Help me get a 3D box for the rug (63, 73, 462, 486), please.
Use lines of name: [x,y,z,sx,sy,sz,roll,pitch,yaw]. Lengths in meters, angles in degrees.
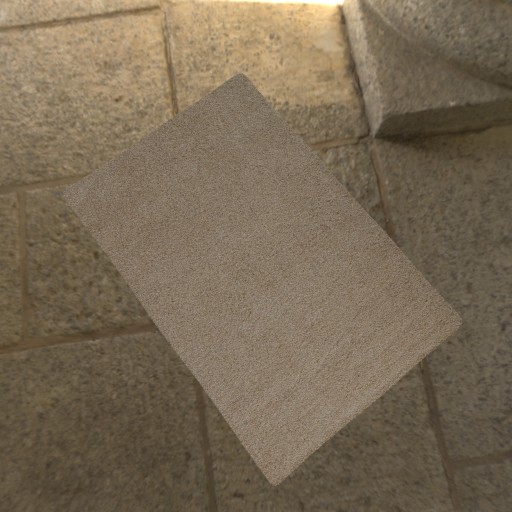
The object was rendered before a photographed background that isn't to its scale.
rug: [0.000,0.000,3.382,1.801,0.024,2.700,-37,79,-8]
